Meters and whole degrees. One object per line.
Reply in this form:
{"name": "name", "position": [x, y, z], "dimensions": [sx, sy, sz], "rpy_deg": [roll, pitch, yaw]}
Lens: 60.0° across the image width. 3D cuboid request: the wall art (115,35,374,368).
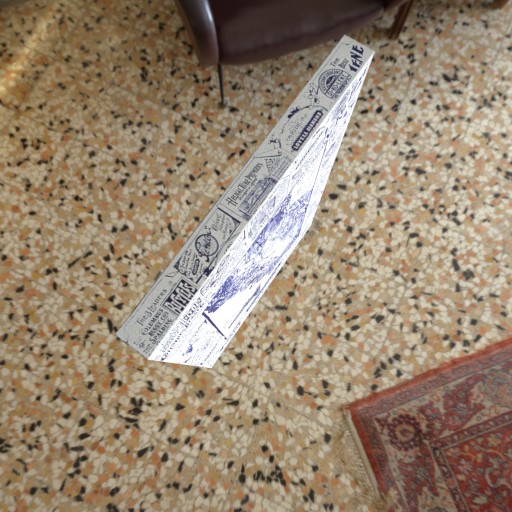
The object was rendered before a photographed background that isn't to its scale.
{"name": "wall art", "position": [0.000, 0.000, 0.744], "dimensions": [0.040, 0.601, 0.408], "rpy_deg": [34, 78, 8]}
